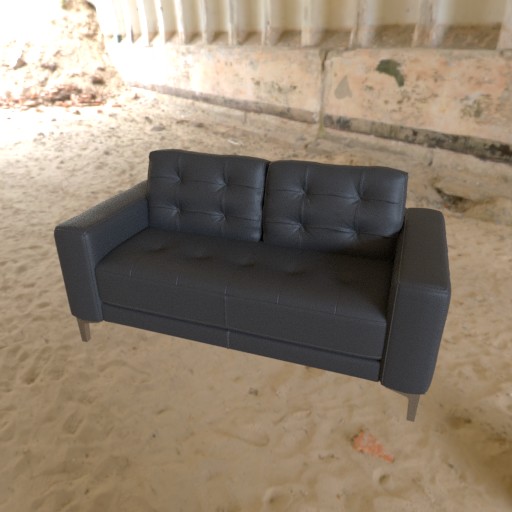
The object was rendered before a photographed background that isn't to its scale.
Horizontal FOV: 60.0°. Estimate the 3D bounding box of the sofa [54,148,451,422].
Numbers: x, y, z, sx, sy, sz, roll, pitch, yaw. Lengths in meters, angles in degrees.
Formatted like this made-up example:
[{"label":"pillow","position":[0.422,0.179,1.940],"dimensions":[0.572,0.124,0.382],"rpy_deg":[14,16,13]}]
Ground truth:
[{"label":"sofa","position":[0.000,0.000,2.190],"dimensions":[1.726,0.893,0.833],"rpy_deg":[9,28,17]}]
